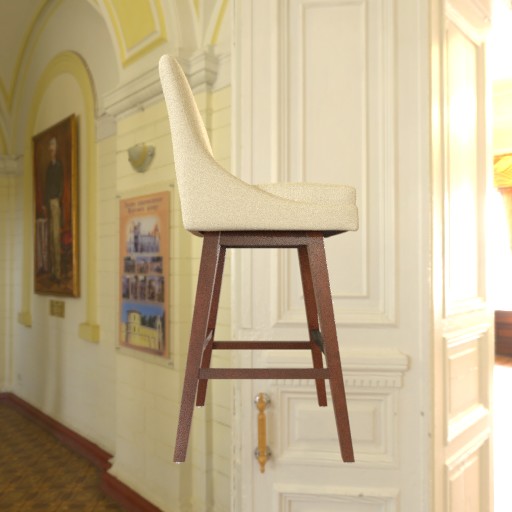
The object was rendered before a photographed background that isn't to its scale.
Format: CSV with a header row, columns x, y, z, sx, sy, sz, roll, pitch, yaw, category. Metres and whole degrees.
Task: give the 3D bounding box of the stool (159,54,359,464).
x,y,z,sx,sy,sz,roll,pitch,yaw,category
0.000,0.000,1.401,0.559,1.097,0.470,0,0,0,stool
